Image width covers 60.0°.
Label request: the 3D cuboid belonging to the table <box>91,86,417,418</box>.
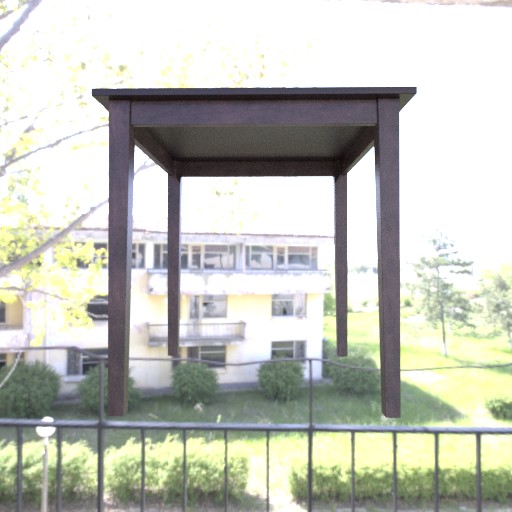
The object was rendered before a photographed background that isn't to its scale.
[{"bbox_3d":[0.000,0.000,1.390,0.749,0.770,0.749,0,0,1],"label":"table"}]
